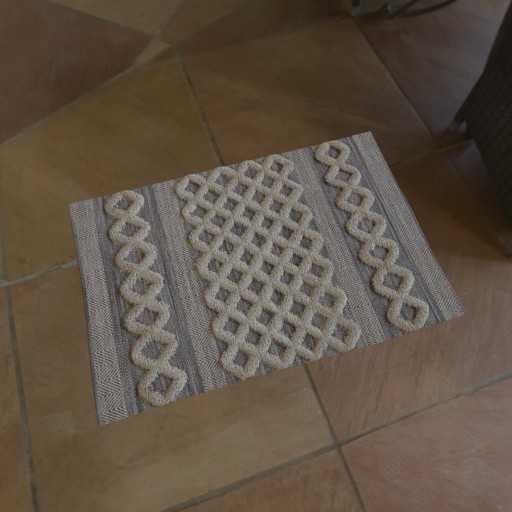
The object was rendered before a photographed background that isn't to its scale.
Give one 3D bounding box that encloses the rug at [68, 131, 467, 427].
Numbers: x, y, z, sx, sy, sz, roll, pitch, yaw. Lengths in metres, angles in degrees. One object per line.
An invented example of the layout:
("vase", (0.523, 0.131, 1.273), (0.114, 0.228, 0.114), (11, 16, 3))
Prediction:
("rug", (0.000, 0.000, 2.326), (1.823, 0.030, 1.222), (-15, 65, -7))
